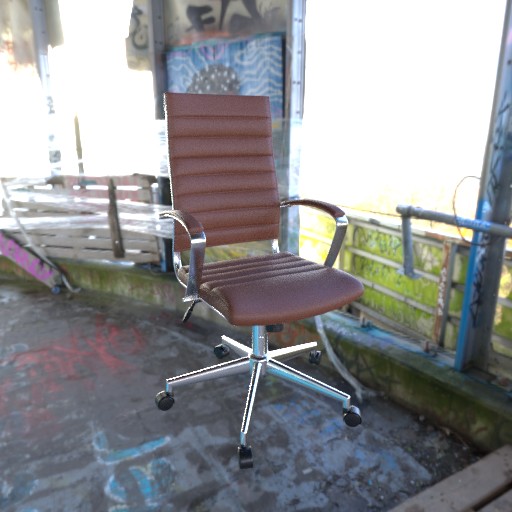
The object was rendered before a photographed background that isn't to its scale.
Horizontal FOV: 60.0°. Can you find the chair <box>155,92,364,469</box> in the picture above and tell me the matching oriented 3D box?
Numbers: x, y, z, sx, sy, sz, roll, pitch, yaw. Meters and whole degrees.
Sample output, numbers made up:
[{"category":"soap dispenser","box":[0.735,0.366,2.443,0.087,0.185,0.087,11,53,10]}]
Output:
[{"category":"chair","box":[0.000,0.000,1.619,0.766,1.149,0.739,-8,18,-27]}]
